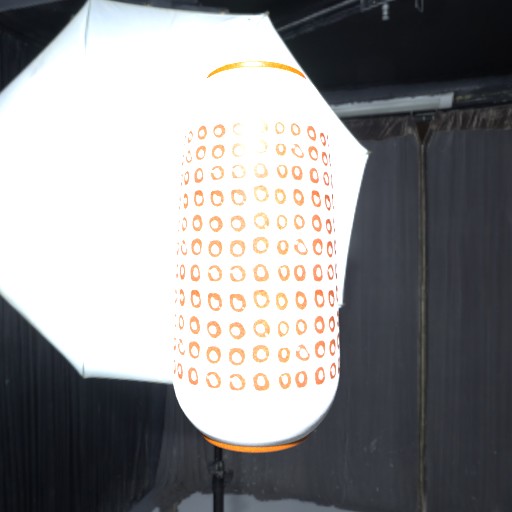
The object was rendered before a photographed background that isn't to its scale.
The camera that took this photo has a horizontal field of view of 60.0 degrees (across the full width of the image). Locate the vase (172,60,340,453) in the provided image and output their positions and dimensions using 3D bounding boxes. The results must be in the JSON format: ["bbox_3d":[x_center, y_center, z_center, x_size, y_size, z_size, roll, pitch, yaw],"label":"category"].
[{"bbox_3d":[0.000,0.000,0.359,0.133,0.282,0.133,0,0,0],"label":"vase"}]
